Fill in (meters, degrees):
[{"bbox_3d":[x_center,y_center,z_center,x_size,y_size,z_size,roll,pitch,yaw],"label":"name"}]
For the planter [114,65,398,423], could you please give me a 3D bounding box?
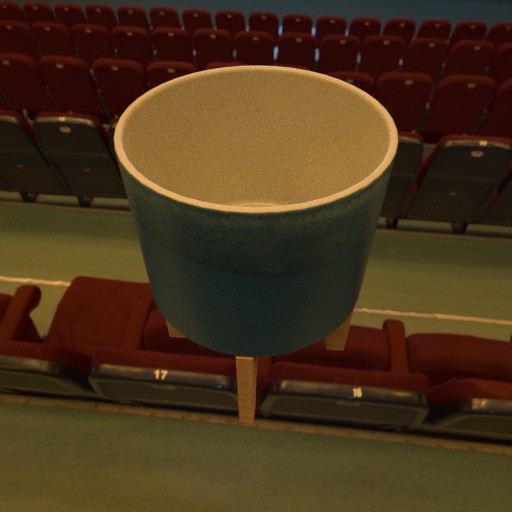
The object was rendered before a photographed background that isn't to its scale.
[{"bbox_3d":[0.000,0.000,0.400,0.192,0.263,0.192,0,46,0],"label":"planter"}]
